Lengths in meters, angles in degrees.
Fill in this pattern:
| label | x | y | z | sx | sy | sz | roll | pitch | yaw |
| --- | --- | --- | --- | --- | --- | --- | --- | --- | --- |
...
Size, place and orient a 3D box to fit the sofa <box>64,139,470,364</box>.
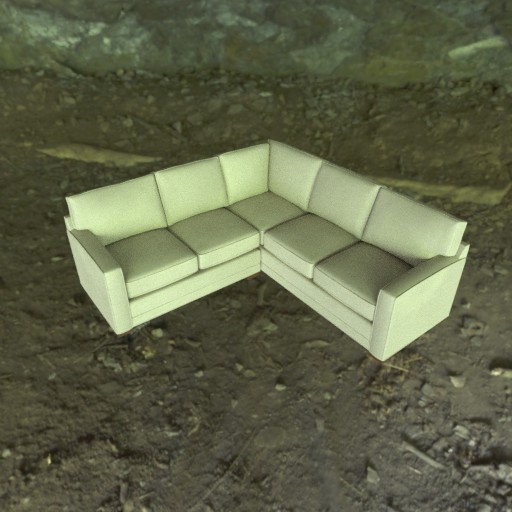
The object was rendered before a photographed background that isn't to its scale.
| label | x | y | z | sx | sy | sz | roll | pitch | yaw |
| --- | --- | --- | --- | --- | --- | --- | --- | --- | --- |
| sofa | 0.000 | 0.000 | 3.440 | 2.182 | 0.939 | 2.189 | -23 | 40 | -30 |
